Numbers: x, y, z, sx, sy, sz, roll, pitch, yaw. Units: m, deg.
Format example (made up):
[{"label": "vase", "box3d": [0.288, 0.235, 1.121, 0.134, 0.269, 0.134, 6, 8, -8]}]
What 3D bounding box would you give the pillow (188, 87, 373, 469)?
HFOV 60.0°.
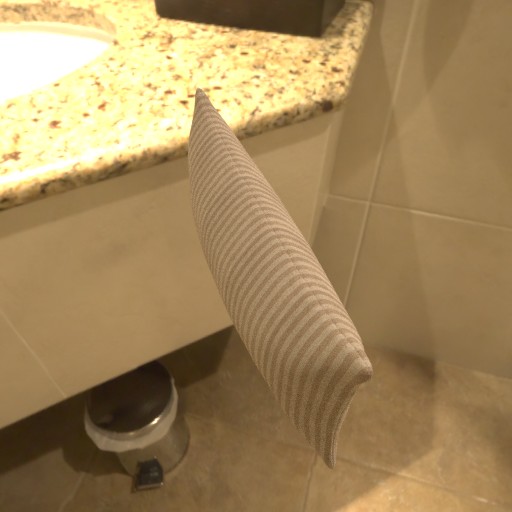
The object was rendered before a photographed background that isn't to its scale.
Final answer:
[{"label": "pillow", "box3d": [0.000, 0.000, 0.723, 0.151, 0.295, 0.617, -15, 49, -14]}]
